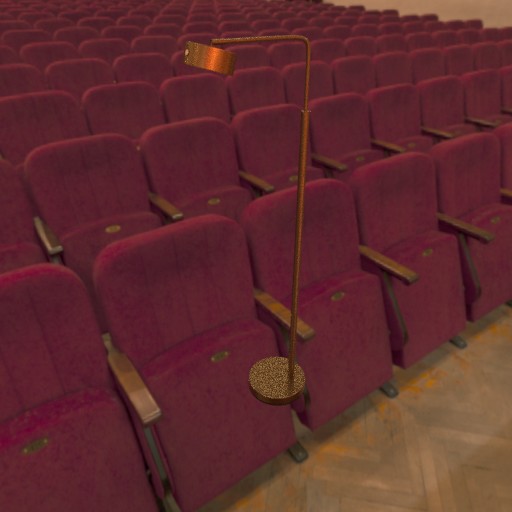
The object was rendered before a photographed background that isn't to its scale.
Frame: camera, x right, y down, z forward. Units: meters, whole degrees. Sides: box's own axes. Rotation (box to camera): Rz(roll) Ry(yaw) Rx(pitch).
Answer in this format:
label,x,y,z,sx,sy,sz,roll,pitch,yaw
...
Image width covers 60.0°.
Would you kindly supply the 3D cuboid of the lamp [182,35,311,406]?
label,x,y,z,sx,sy,sz,roll,pitch,yaw
lamp,0.000,0.000,1.377,0.418,1.230,0.219,-20,36,-30
